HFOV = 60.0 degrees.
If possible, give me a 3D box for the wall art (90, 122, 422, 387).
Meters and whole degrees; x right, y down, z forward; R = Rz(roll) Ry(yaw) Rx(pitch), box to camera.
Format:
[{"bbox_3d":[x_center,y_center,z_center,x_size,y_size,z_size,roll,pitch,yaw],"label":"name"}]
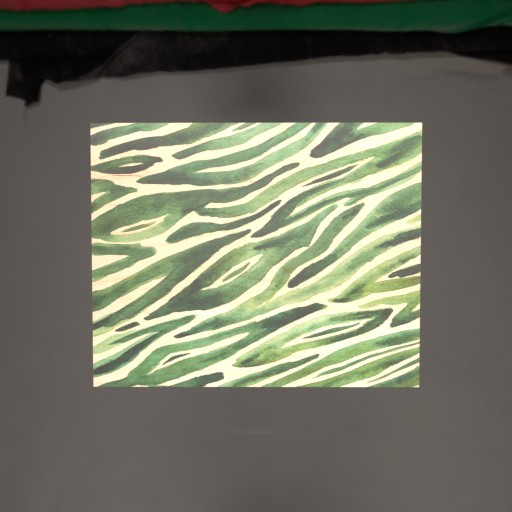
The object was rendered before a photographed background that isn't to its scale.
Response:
[{"bbox_3d":[0.000,0.000,0.690,0.508,0.408,0.012,0,2,0],"label":"wall art"}]
